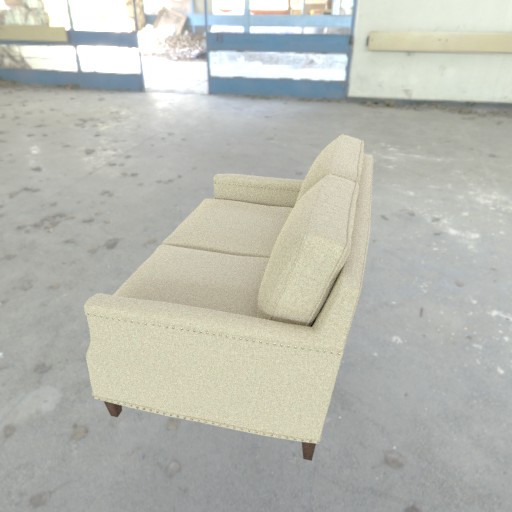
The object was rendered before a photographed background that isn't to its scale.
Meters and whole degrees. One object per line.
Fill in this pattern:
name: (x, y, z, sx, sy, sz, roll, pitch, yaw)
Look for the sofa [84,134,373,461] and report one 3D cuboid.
sofa: (0.000, 0.000, 2.295, 1.084, 1.003, 1.597, 7, 30, 13)
